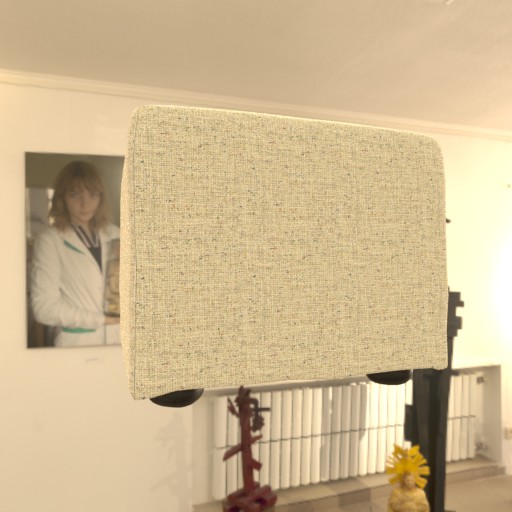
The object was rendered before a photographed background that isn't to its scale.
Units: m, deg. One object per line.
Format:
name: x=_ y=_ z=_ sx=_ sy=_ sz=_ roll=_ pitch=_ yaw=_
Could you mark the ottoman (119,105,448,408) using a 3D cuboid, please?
ottoman: x=0.000 y=0.000 z=0.895 sx=0.521 sy=0.453 sz=0.512 roll=0 pitch=-1 yaw=-18
